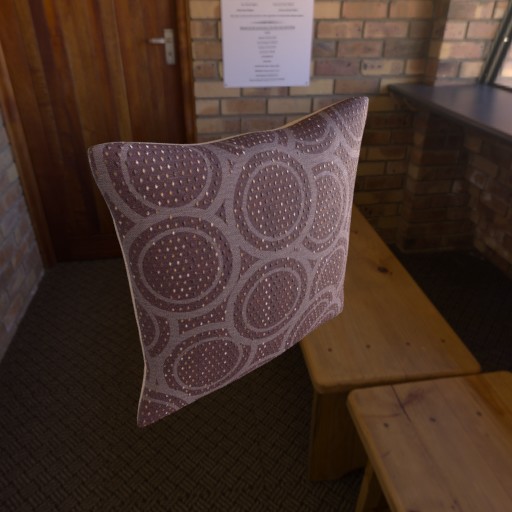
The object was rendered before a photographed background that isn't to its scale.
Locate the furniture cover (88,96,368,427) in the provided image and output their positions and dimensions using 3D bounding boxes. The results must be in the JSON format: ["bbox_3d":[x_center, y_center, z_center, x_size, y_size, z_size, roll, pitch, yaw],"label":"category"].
[{"bbox_3d":[0.000,0.000,0.822,0.552,0.509,0.193,-23,37,-34],"label":"furniture cover"}]
